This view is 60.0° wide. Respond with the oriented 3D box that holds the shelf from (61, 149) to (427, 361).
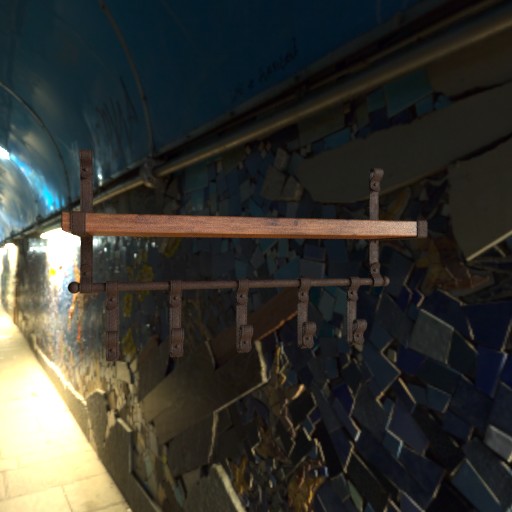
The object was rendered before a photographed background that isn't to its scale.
[{"bbox_3d":[0.000,0.000,0.703,0.567,0.330,0.146,0,0,-17],"label":"shelf"}]
